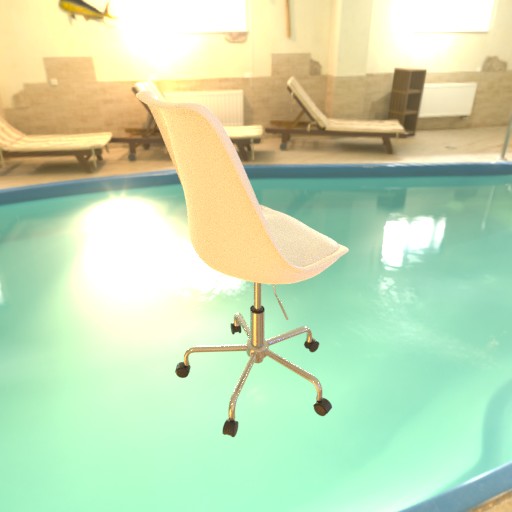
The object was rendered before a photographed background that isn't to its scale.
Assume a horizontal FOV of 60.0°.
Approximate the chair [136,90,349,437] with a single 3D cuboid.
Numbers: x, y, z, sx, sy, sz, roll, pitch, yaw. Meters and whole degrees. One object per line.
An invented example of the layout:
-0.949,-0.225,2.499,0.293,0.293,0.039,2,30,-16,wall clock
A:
0.000,0.000,1.307,0.550,0.930,0.550,-17,32,-30,chair
